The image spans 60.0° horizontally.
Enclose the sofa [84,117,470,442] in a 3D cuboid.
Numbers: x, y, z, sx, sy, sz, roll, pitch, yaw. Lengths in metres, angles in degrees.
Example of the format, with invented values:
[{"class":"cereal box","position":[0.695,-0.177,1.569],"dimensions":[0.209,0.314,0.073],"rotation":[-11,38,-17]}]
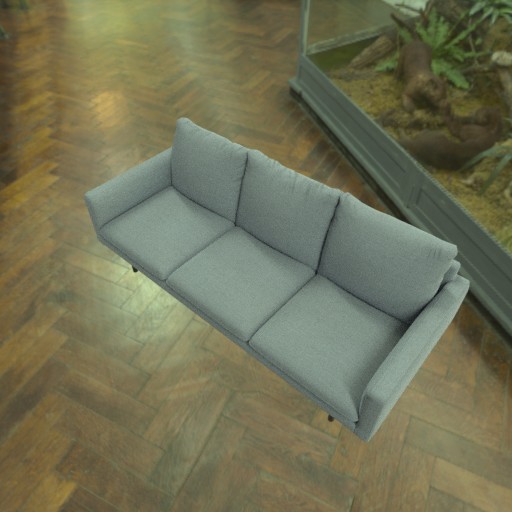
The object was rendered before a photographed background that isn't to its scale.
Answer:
[{"class":"sofa","position":[0.000,0.000,2.460],"dimensions":[2.000,0.830,0.850],"rotation":[31,53,27]}]
